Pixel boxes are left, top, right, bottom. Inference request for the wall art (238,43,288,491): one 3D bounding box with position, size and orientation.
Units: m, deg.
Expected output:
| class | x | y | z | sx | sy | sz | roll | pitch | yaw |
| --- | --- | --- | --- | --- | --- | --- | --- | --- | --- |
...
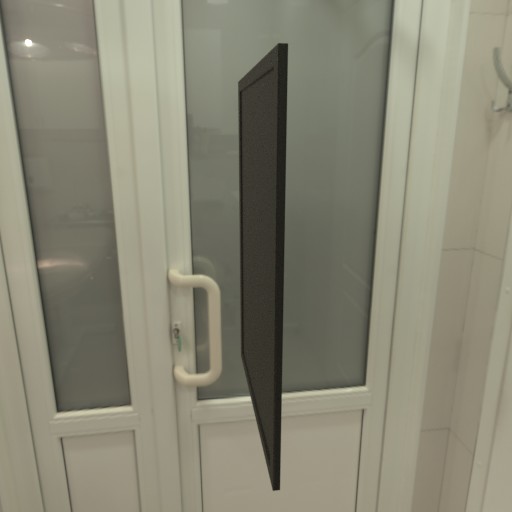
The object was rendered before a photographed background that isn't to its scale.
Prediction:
| class | x | y | z | sx | sy | sz | roll | pitch | yaw |
| --- | --- | --- | --- | --- | --- | --- | --- | --- | --- |
| wall art | 0.000 | 0.000 | 0.840 | 0.012 | 0.661 | 0.451 | -2 | 16 | -8 |
